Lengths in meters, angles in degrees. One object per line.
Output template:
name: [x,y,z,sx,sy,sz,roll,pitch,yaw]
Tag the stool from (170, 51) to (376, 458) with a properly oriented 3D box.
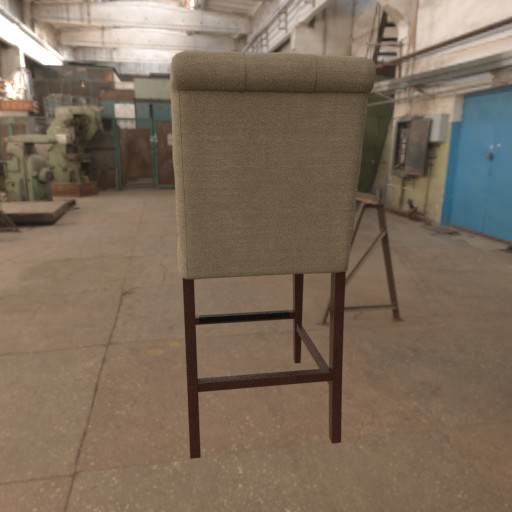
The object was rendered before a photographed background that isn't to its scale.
stool: [0.000,0.000,1.399,0.486,1.084,0.660,-2,15,-9]
